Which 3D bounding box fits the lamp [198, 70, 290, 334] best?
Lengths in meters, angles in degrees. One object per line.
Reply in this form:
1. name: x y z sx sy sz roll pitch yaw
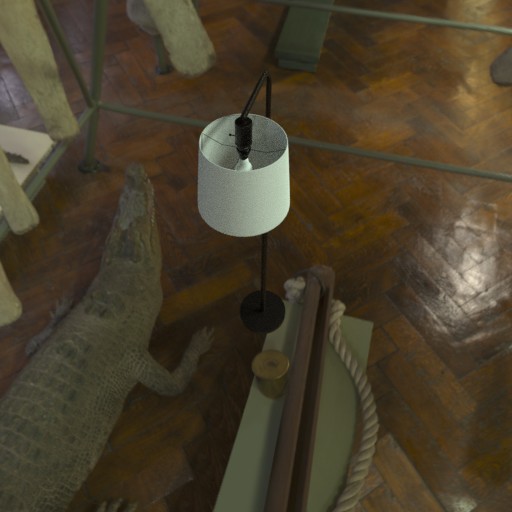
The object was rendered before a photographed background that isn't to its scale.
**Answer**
1. lamp: 0.000 0.000 1.678 0.254 1.478 0.508 13 58 8
